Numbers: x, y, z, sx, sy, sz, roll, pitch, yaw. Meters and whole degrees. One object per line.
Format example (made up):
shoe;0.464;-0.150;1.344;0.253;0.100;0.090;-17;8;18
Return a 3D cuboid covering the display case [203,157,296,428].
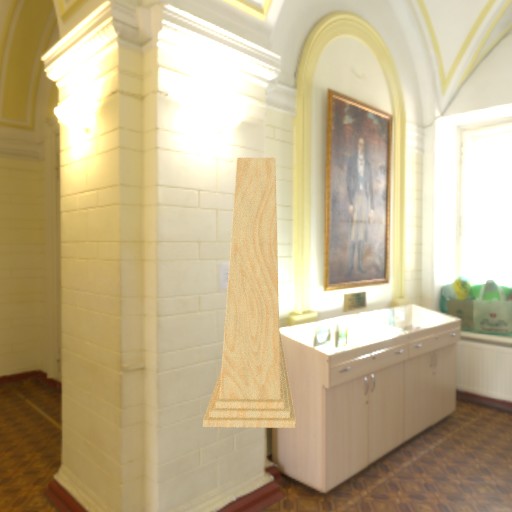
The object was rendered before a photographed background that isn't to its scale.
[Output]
display case;0.000;0.000;0.770;0.095;0.340;0.640;0;1;1
